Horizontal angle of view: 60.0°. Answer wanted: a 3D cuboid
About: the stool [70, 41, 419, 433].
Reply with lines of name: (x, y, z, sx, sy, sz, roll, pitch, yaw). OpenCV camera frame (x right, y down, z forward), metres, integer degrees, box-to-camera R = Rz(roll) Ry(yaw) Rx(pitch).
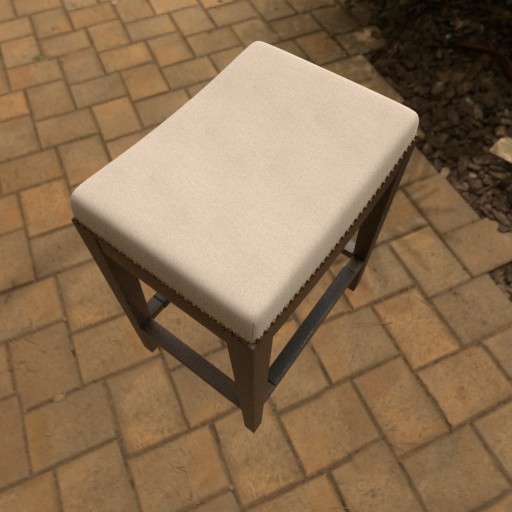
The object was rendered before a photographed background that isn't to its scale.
stool: (0.000, 0.000, 0.947, 0.361, 0.642, 0.500, 33, 65, 18)
